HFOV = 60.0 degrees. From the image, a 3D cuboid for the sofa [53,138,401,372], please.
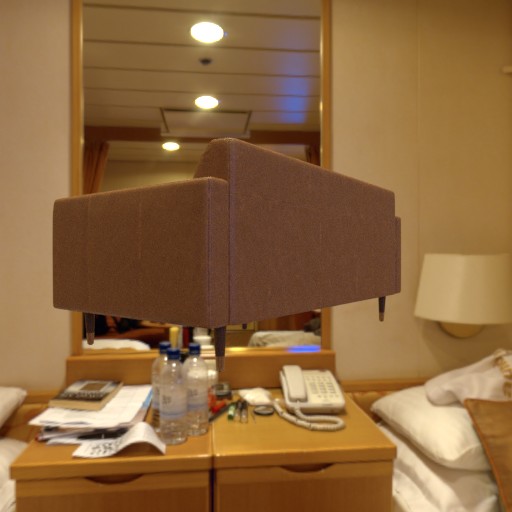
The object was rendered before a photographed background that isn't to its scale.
[{"bbox_3d":[0.000,0.000,2.426,0.993,0.821,1.847,0,0,37],"label":"sofa"}]
